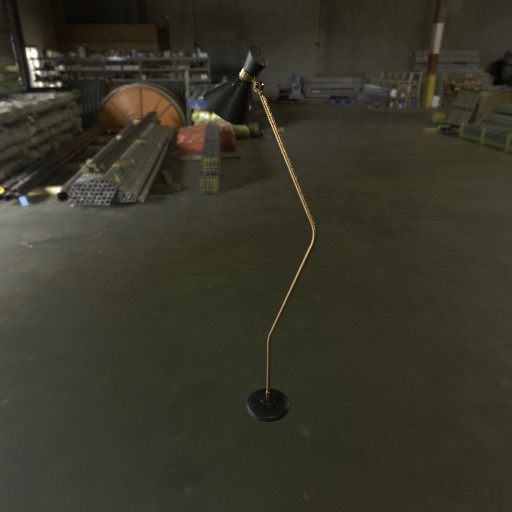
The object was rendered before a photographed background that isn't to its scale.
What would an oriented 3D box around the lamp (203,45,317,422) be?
[{"bbox_3d":[0.000,0.000,1.672,0.277,1.438,0.467,-8,25,-18],"label":"lamp"}]
